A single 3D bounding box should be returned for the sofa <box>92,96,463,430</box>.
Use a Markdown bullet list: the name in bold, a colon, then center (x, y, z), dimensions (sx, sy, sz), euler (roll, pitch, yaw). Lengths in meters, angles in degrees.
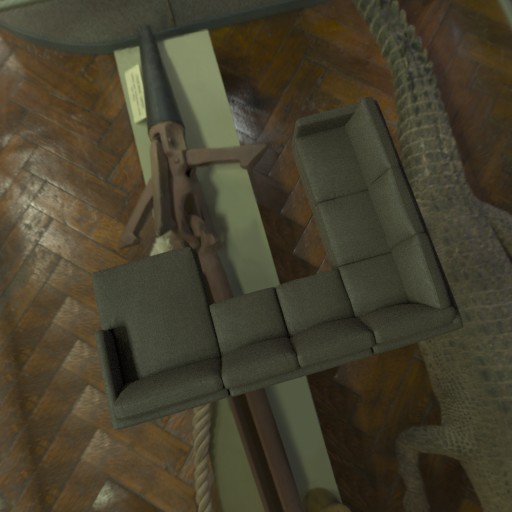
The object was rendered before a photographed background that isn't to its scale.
- **sofa**: center (0.000, 0.000, 4.658), dimensions (3.460, 0.961, 2.594), euler (-15, 77, -4)
